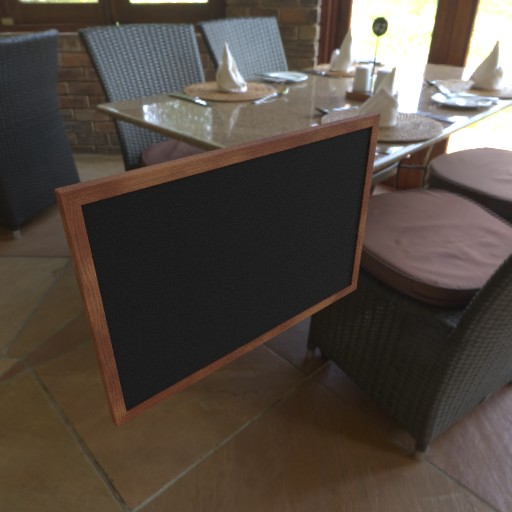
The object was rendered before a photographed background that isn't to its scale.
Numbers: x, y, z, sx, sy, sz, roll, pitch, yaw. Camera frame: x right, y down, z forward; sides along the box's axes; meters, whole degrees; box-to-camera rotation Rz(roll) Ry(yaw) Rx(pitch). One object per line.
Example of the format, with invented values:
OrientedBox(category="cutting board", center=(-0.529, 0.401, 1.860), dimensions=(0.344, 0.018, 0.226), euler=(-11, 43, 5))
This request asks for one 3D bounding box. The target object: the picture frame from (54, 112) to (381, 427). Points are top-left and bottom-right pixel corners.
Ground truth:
OrientedBox(category="picture frame", center=(0.000, 0.000, 1.236), dimensions=(0.950, 0.640, 0.029), euler=(-23, 38, -33))
